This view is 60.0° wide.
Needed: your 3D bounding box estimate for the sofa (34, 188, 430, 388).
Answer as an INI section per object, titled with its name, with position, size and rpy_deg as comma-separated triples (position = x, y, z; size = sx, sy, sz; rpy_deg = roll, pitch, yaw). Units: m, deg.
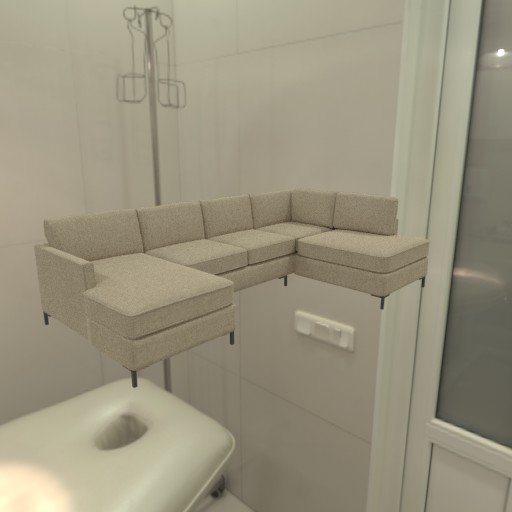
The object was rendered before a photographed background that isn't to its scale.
[sofa]
position = 0.000, 0.000, 4.309
size = 2.021, 0.996, 3.423
rpy_deg = 14, 20, 42
